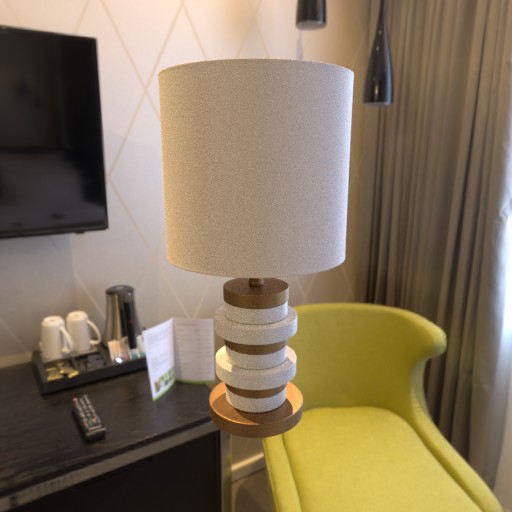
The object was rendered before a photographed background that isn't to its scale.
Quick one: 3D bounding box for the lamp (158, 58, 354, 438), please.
[{"bbox_3d":[0.000,0.000,0.531,0.210,0.410,0.210,7,15,26],"label":"lamp"}]
